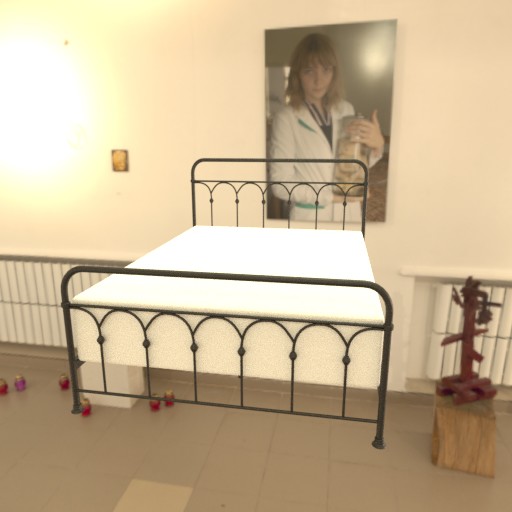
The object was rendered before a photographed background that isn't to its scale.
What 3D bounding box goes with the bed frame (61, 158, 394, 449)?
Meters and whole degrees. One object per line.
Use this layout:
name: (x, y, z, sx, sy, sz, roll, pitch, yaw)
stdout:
bed frame: (0.000, 0.000, 3.144, 1.664, 1.276, 2.203, 3, 15, 10)
